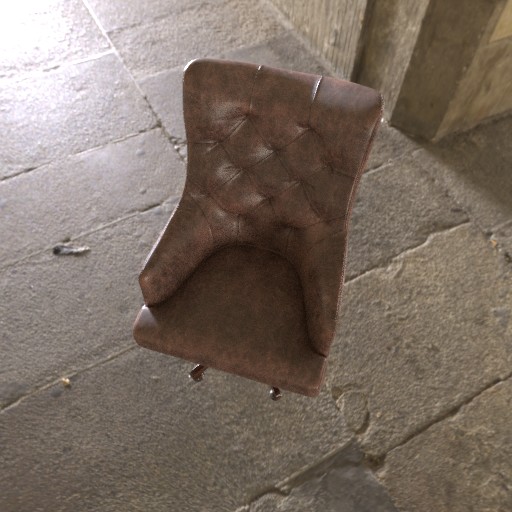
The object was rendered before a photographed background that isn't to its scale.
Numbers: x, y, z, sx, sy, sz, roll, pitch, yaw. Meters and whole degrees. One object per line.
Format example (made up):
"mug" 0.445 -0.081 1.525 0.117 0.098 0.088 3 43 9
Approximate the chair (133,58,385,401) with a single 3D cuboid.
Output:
"chair" 0.000 0.000 1.524 0.641 1.035 0.762 14 59 9
